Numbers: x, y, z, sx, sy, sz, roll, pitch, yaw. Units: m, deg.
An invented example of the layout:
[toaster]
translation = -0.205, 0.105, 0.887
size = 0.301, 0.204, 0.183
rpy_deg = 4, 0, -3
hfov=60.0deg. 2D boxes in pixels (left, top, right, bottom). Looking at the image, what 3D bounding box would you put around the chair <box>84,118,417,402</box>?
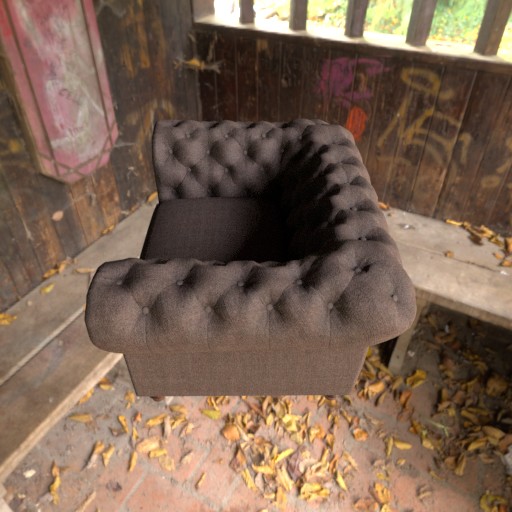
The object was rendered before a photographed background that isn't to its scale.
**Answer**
[chair]
translation = 0.000, 0.000, 1.858
size = 0.945, 0.780, 1.298
rpy_deg = 0, 40, 0
